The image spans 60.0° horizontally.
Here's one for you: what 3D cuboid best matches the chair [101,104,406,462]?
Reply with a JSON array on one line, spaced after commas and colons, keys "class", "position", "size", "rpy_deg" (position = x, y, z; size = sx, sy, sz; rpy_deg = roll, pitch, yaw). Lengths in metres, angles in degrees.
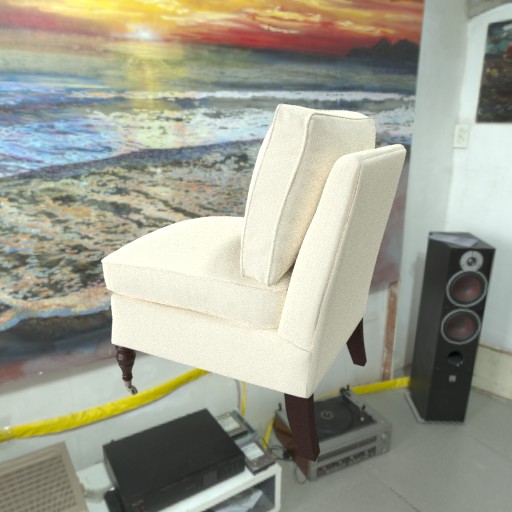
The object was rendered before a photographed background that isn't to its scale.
[{"class": "chair", "position": [0.000, 0.000, 1.408], "size": [0.781, 0.887, 0.630], "rpy_deg": [8, 18, 26]}]
